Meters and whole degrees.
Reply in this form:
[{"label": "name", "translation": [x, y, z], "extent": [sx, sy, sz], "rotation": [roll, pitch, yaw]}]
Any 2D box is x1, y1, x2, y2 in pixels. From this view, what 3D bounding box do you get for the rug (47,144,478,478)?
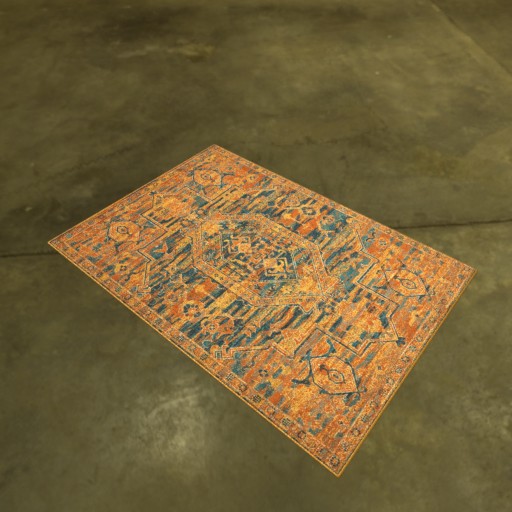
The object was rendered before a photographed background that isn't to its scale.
[{"label": "rug", "translation": [0.000, 0.000, 3.646], "extent": [2.916, 0.019, 2.043], "rotation": [31, 53, 27]}]
